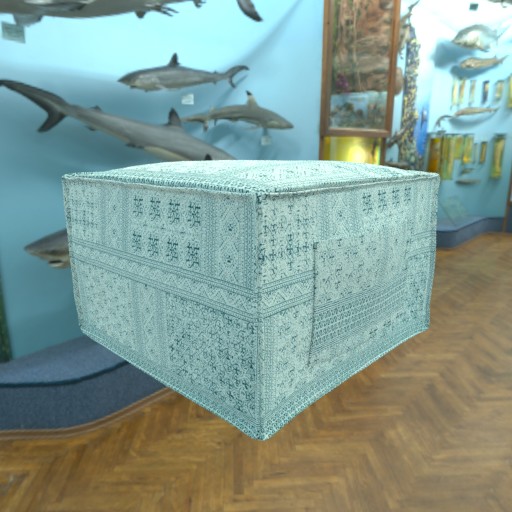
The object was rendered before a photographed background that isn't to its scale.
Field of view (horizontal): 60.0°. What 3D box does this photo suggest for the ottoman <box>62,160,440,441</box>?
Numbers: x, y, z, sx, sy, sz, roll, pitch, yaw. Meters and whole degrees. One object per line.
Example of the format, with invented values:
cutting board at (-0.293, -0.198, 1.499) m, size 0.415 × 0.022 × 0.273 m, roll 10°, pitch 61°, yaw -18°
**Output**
ottoman at (0.000, 0.000, 1.035) m, size 0.626 × 0.439 × 0.617 m, roll 13°, pitch 19°, yaw 42°
